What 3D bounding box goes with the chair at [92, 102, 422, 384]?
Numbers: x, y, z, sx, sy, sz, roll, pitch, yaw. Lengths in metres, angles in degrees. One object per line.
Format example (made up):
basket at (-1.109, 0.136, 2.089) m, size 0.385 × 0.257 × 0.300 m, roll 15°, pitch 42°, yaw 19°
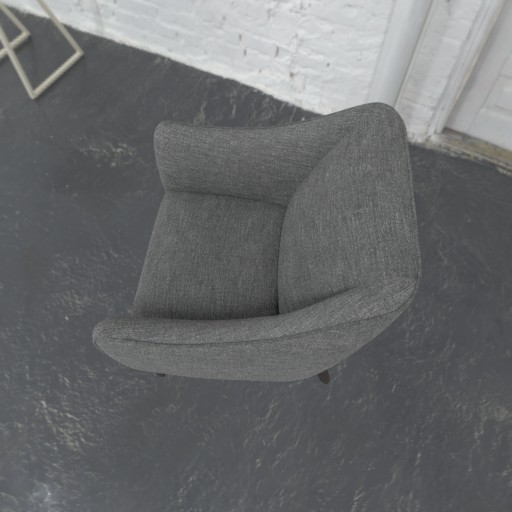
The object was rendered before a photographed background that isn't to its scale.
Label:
chair at (0.000, 0.000, 1.549) m, size 0.851 × 0.829 × 0.870 m, roll 5°, pitch 59°, yaw 3°
